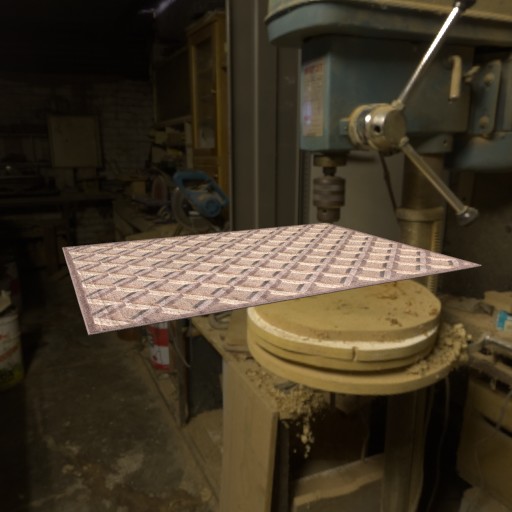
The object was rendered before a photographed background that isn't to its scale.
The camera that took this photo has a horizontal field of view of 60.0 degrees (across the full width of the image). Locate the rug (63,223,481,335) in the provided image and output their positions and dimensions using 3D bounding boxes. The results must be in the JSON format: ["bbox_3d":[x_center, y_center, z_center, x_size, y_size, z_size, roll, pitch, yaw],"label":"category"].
[{"bbox_3d":[0.000,0.000,4.255,3.294,0.018,2.382,-7,16,-25],"label":"rug"}]
